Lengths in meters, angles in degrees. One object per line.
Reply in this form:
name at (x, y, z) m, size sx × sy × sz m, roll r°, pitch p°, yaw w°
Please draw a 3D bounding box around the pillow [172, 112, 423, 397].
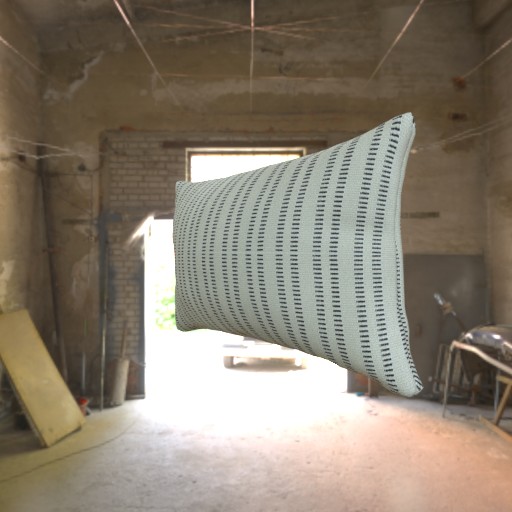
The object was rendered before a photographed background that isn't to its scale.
pillow at (0.000, 0.000, 0.792) m, size 0.210 × 0.353 × 0.640 m, roll 0°, pitch 0°, yaw -37°
